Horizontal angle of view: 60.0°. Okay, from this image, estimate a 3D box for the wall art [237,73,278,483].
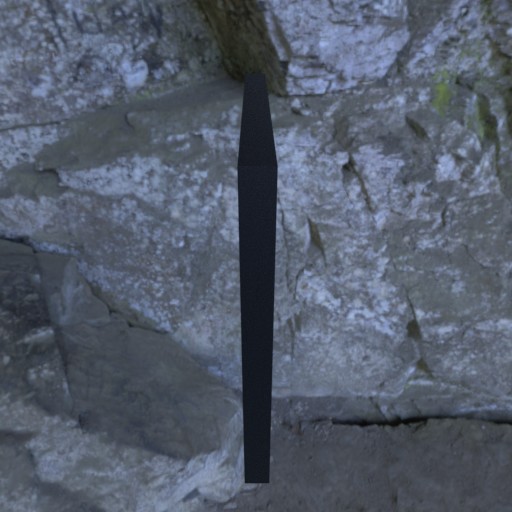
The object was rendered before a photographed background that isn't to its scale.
[{"bbox_3d":[0.000,0.000,0.764,0.038,0.508,0.508,0,31,0],"label":"wall art"}]
